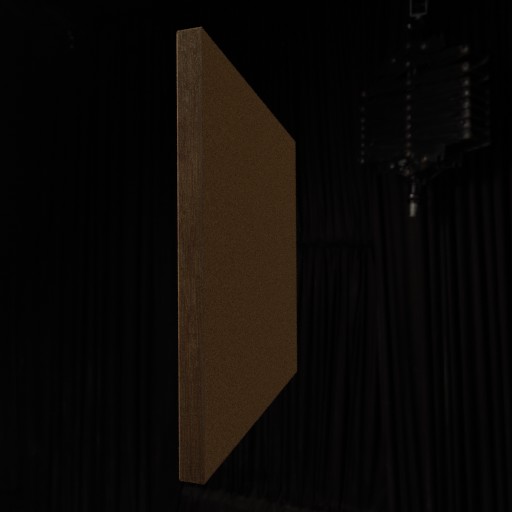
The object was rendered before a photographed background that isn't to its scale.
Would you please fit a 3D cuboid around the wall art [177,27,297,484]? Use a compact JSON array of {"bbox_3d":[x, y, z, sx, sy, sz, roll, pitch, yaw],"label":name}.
[{"bbox_3d":[0.000,0.000,0.880,0.042,0.608,0.611,0,-1,17],"label":"wall art"}]
